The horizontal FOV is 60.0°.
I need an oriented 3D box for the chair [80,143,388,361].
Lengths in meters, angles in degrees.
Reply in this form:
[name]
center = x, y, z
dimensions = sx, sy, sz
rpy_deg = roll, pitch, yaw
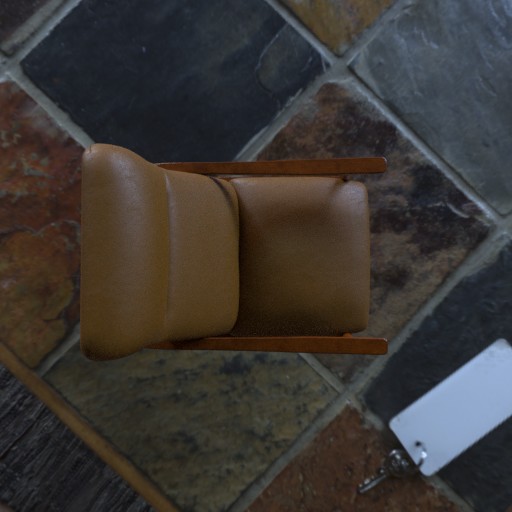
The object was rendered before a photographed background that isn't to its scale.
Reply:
[chair]
center = 0.000, 0.000, 1.789
dimensions = 1.014, 1.082, 0.762
rpy_deg = 0, 88, 0
